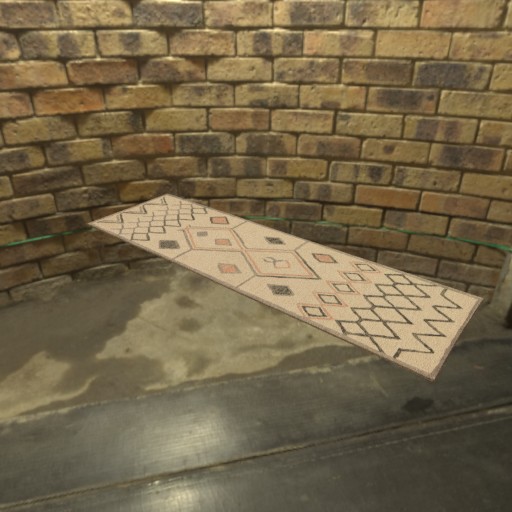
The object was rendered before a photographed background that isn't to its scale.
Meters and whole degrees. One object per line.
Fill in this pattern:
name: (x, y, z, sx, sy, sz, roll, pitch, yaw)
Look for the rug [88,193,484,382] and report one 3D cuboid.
rug: (0.000, 0.000, 2.711, 2.435, 0.011, 0.750, 21, 35, 33)
